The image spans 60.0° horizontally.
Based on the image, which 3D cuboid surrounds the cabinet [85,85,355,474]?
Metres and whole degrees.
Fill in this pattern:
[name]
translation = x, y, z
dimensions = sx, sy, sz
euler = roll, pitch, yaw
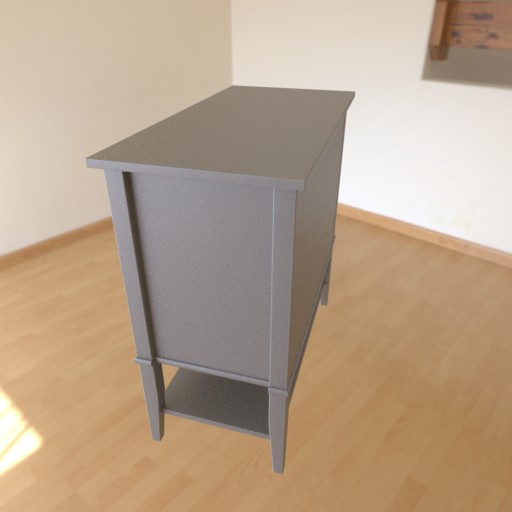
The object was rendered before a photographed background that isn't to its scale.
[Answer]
[cabinet]
translation = 0.000, 0.000, 1.263
dimensions = 0.396, 0.780, 0.801
euler = 8, 31, 14
